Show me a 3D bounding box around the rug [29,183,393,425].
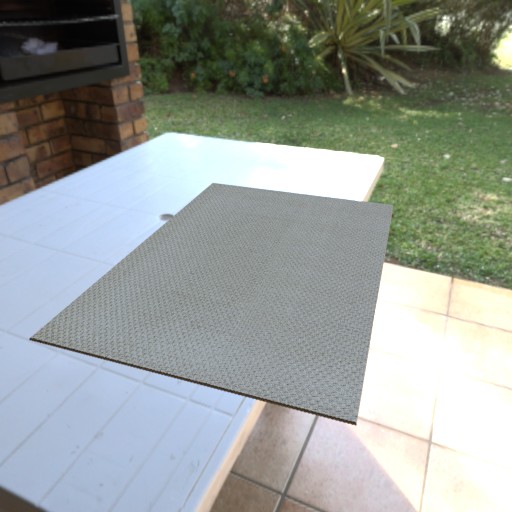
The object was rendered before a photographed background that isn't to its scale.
[{"bbox_3d":[0.000,0.000,2.738,1.509,0.013,2.144,10,31,16],"label":"rug"}]
